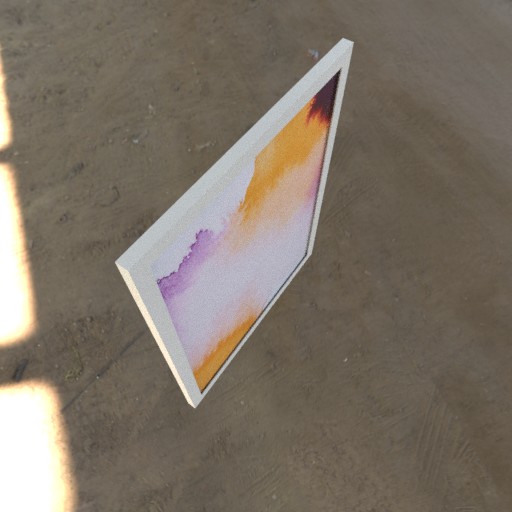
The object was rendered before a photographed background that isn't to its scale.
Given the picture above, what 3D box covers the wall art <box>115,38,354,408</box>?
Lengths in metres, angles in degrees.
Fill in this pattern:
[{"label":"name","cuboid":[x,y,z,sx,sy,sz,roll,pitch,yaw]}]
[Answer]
[{"label":"wall art","cuboid":[0.000,0.000,1.113,0.026,0.811,0.661,31,63,18]}]
